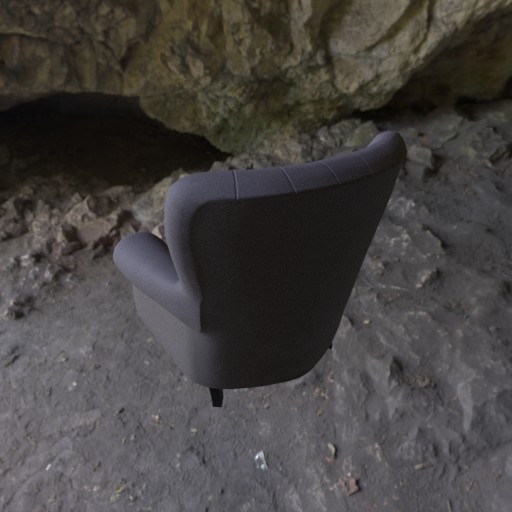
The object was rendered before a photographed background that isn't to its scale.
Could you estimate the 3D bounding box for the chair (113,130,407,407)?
[{"bbox_3d":[0.000,0.000,1.808,0.983,1.046,0.983,-19,36,-29],"label":"chair"}]
